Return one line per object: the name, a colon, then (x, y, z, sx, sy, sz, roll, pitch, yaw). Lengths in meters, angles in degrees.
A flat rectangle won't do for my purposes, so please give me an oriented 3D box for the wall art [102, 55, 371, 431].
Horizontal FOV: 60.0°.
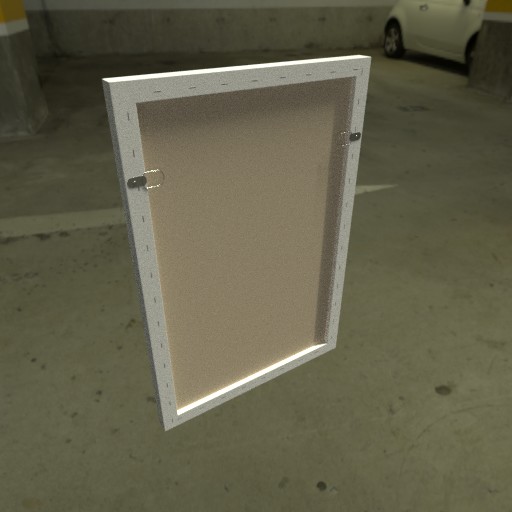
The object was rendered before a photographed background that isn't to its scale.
wall art: (0.000, 0.000, 1.151, 0.624, 0.914, 0.043, -18, 35, -28)
